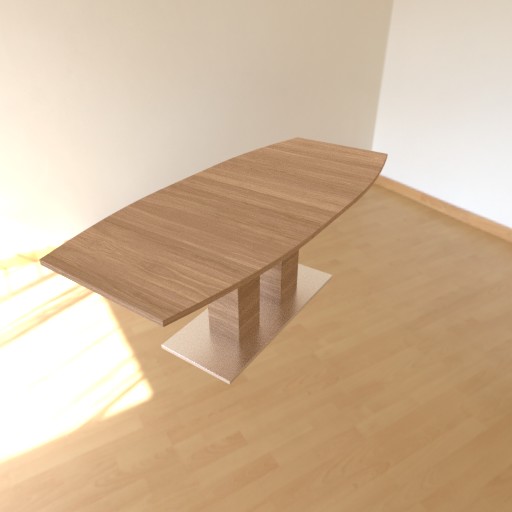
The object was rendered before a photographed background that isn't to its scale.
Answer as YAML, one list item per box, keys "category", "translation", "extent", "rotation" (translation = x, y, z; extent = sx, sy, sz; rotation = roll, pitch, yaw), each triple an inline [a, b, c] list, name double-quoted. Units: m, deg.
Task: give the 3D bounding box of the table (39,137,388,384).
- category: "table"
  translation: [0.000, 0.000, 2.481]
  extent: [0.900, 0.750, 2.032]
  rotation: [19, 36, 29]
